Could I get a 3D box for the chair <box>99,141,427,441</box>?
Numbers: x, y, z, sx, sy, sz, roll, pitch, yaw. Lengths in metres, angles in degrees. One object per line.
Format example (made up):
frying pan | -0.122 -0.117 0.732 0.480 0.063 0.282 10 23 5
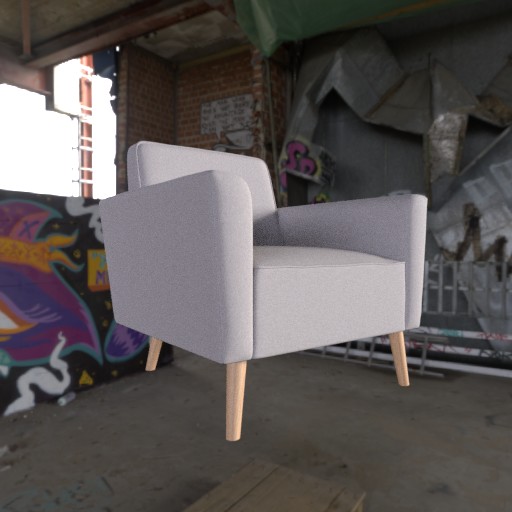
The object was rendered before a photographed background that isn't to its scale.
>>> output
chair | 0.000 0.000 1.420 0.780 0.780 0.750 -1 2 -37
